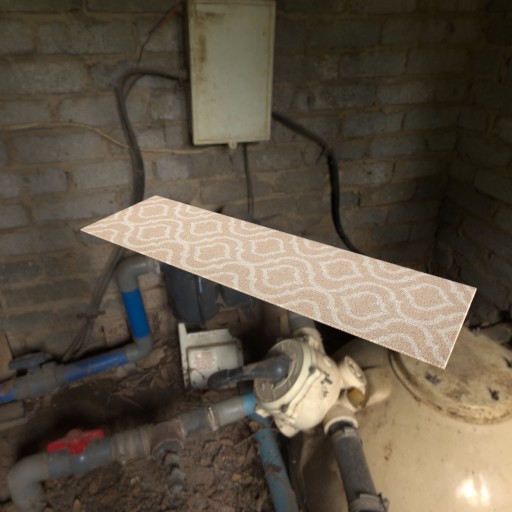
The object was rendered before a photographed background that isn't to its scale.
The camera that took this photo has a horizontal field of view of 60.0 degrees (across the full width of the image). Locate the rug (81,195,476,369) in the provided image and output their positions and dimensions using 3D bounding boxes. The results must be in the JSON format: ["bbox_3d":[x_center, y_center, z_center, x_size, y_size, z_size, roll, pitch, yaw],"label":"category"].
[{"bbox_3d":[0.000,0.000,2.597,2.289,0.013,0.691,18,35,28],"label":"rug"}]
